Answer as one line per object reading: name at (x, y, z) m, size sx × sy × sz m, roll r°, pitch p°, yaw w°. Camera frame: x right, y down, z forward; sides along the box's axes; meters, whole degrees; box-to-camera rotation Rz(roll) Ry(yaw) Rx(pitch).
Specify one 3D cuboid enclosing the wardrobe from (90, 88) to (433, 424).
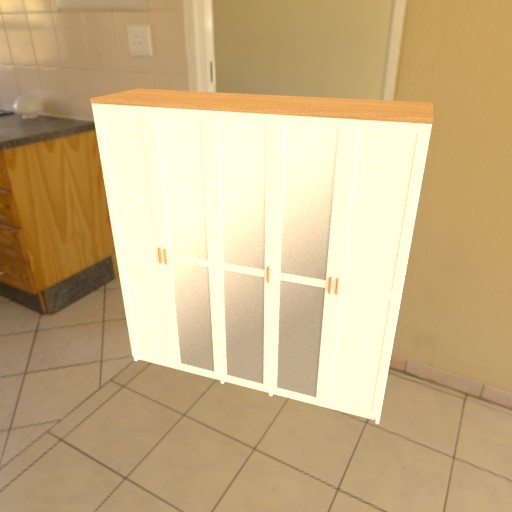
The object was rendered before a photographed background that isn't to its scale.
wardrobe at (0.000, 0.000, 3.384) m, size 2.160 × 2.260 × 0.590 m, roll 9°, pitch 29°, yaw 17°
